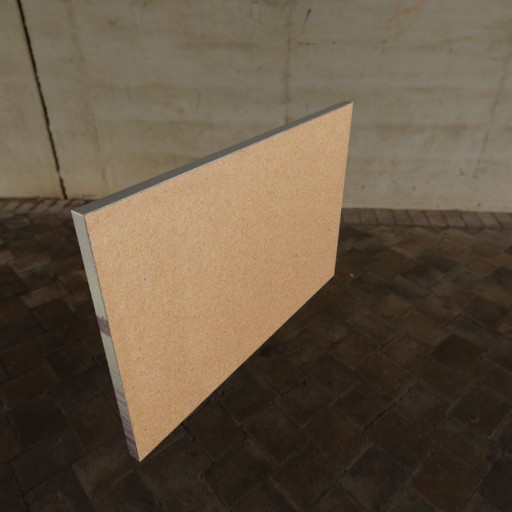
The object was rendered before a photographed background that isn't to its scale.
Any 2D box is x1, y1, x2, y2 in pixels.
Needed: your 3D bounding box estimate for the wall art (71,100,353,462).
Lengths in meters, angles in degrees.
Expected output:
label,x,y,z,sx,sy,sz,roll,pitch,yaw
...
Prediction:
label,x,y,z,sx,sy,sz,roll,pitch,yaw
wall art,0.000,0.000,0.769,0.021,0.410,0.615,21,37,30
